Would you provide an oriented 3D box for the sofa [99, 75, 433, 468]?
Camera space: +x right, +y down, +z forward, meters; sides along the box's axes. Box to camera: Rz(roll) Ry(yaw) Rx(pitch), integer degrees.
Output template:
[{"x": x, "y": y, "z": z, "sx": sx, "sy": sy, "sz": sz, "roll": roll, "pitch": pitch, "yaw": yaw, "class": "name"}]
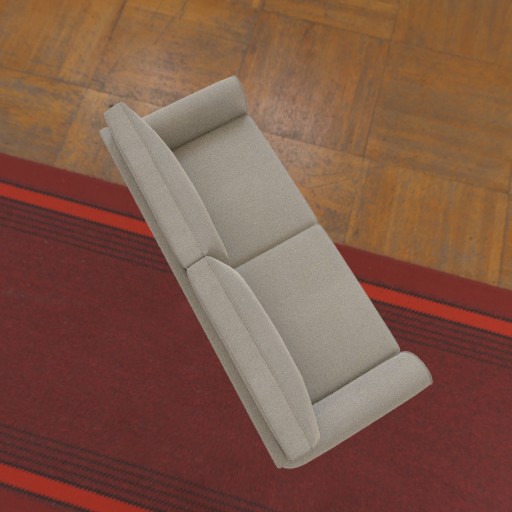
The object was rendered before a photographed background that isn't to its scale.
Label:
[{"x": 0.000, "y": 0.000, "z": 2.573, "sx": 0.901, "sy": 0.962, "sz": 2.146, "roll": -29, "pitch": 76, "yaw": -8, "class": "sofa"}]
